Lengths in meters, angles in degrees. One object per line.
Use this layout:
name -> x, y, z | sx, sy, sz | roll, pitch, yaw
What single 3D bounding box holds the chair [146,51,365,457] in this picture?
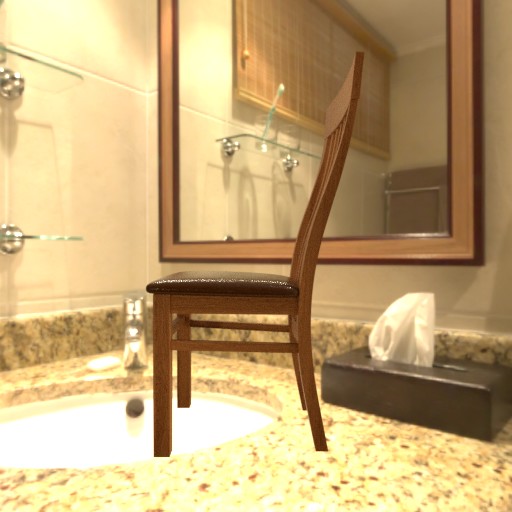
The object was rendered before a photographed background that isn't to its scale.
chair -> 0.000, 0.000, 1.360 | 0.580, 1.050, 0.450 | 0, 0, 0
